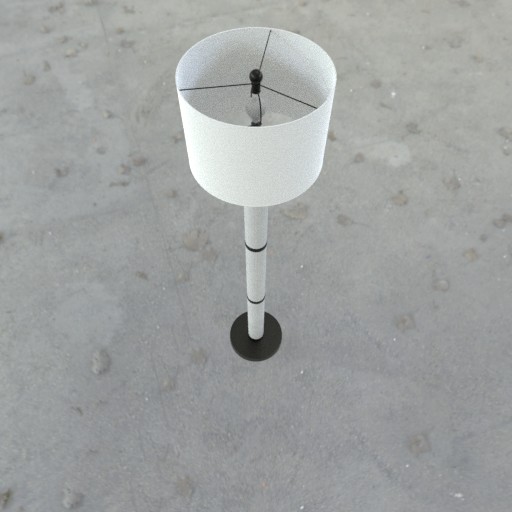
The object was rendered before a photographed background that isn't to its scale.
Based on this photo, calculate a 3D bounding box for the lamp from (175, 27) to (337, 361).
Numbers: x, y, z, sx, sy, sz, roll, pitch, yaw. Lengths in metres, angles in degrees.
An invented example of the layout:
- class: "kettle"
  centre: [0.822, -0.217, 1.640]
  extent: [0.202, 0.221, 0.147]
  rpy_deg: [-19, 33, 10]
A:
- class: "lamp"
  centre: [0.000, 0.000, 1.701]
  extent: [0.377, 1.599, 0.377]
  rpy_deg: [-16, 59, -10]
